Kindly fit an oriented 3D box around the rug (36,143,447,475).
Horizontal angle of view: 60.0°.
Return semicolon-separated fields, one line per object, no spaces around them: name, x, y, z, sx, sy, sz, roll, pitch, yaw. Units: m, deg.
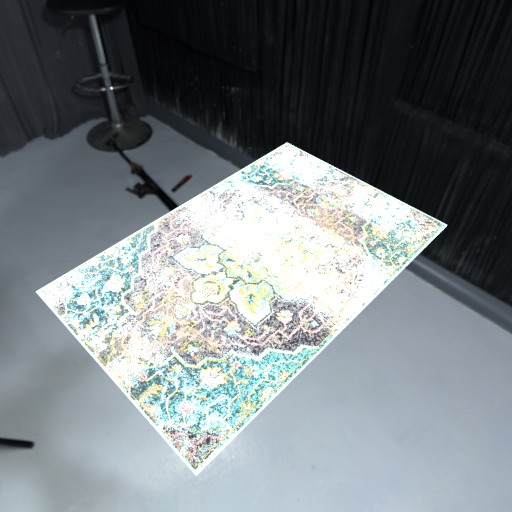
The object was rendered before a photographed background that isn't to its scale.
rug;0.000;0.000;2.948;2.363;0.004;1.566;-36;56;-29
